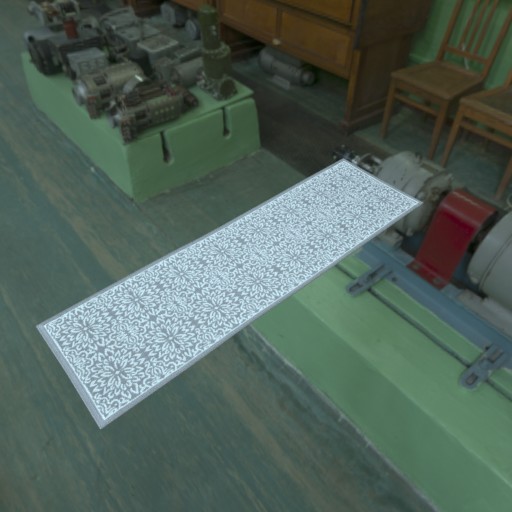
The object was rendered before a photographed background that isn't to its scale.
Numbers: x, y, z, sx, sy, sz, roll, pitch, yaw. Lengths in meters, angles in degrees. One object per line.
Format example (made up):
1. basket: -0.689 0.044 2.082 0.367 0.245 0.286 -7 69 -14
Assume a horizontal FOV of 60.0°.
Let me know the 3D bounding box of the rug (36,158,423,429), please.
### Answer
1. rug: 0.000 0.000 2.436 2.196 0.011 0.662 -32 53 -27
